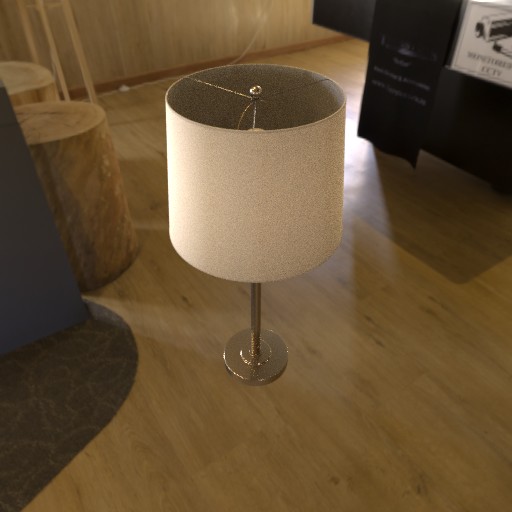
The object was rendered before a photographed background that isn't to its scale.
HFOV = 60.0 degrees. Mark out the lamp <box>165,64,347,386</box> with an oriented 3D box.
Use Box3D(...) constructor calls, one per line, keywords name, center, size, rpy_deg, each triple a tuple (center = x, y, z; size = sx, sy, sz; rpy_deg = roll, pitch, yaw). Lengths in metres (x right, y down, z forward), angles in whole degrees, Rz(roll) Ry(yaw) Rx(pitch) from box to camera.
Box3D(name="lamp", center=(0.000, 0.000, 0.916), size=(0.333, 0.696, 0.333), rpy_deg=(0, 40, 0))
